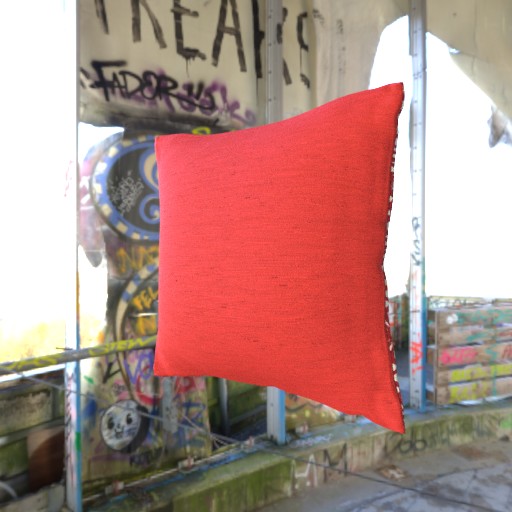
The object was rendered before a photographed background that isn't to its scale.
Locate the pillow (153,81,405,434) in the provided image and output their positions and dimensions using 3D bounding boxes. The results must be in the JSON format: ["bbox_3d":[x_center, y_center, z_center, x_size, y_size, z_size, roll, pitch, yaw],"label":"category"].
[{"bbox_3d":[0.000,0.000,0.652,0.438,0.419,0.162,0,0,36],"label":"pillow"}]
